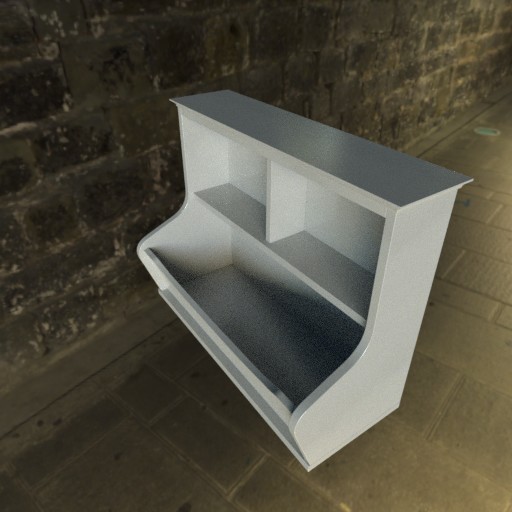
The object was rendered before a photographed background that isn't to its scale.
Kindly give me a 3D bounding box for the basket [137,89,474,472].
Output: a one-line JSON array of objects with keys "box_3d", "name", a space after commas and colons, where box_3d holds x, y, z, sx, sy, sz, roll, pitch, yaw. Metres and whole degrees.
[{"box_3d": [0.000, 0.000, 1.095, 0.350, 0.600, 0.780, -21, 39, -29], "name": "basket"}]
